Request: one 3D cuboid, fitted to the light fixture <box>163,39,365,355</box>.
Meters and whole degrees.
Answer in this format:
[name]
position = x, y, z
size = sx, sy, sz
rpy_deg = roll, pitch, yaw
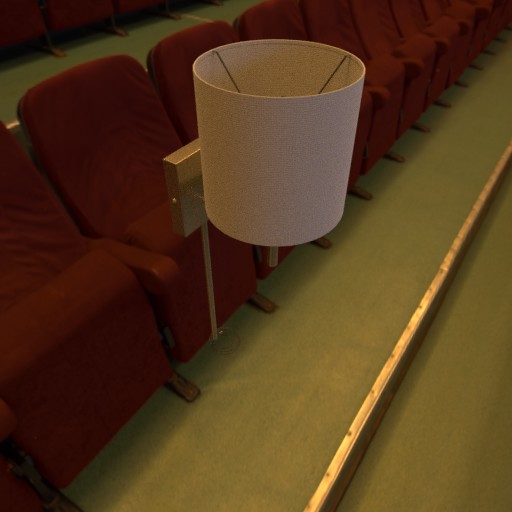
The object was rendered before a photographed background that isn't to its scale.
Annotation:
[light fixture]
position = 0.000, 0.000, 0.694
size = 0.248, 0.589, 0.188
rpy_deg = 24, 47, 25
